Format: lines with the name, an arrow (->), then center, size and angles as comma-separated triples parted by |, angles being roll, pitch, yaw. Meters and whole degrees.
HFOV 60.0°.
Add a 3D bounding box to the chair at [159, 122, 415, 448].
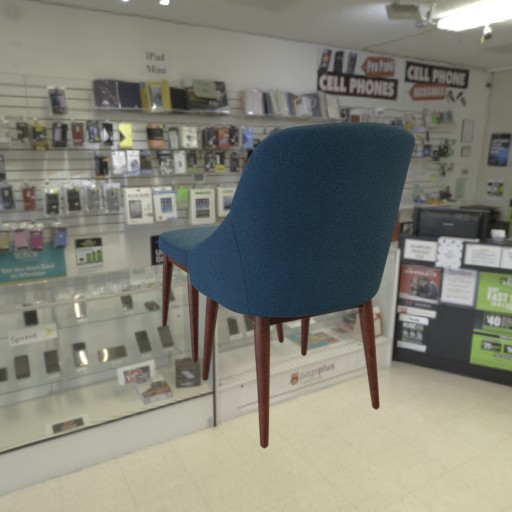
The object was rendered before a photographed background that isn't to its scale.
chair -> 0.000, 0.000, 1.597 | 0.584, 0.866, 1.114 | -7, 15, -27
